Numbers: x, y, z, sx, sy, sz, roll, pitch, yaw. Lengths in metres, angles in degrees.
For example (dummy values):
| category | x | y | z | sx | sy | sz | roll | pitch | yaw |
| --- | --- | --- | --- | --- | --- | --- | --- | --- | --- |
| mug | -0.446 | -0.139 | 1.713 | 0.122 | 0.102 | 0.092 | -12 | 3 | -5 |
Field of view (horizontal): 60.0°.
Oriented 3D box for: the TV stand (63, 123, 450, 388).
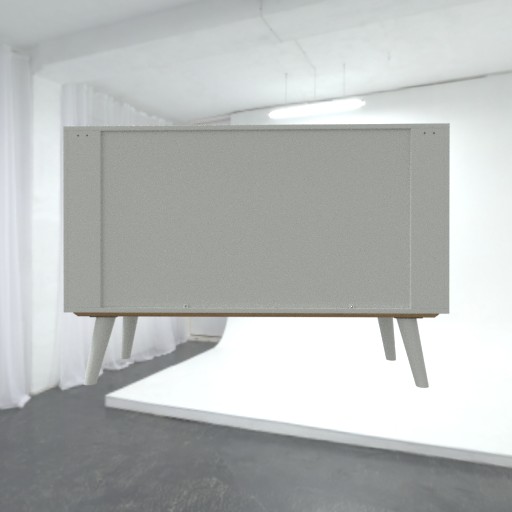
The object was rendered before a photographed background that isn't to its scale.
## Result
| category | x | y | z | sx | sy | sz | roll | pitch | yaw |
| --- | --- | --- | --- | --- | --- | --- | --- | --- | --- |
| TV stand | 0.000 | 0.000 | 1.571 | 1.193 | 0.812 | 0.406 | 0 | 0 | 1 |
